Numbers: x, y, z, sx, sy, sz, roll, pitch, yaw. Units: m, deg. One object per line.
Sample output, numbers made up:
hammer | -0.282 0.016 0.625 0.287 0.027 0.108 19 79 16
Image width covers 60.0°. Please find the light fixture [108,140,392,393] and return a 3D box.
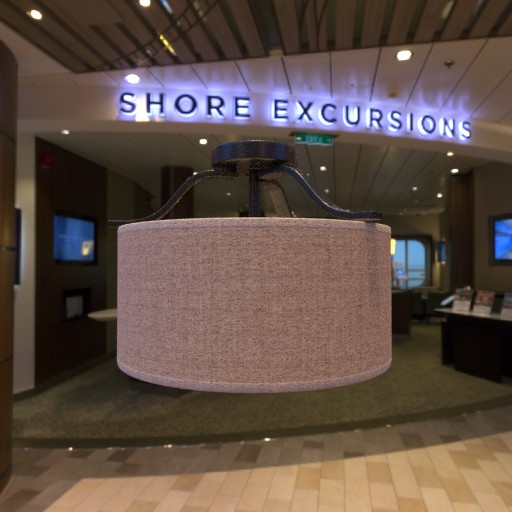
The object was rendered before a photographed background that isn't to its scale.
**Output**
light fixture | 0.000 0.000 0.645 0.390 0.306 0.390 0 -1 0
